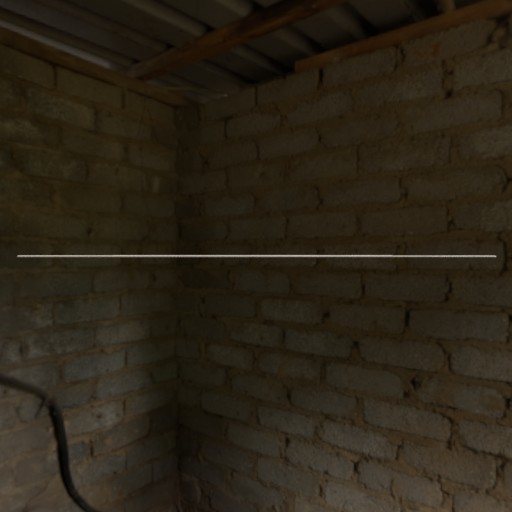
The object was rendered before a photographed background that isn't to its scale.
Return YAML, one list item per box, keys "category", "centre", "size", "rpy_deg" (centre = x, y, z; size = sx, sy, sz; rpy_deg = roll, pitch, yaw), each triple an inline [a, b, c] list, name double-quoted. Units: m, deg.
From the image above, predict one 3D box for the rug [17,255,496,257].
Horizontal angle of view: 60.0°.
- category: "rug"
  centre: [0.000, 0.000, 2.308]
  size: [1.839, 0.009, 1.236]
  rpy_deg: [0, 0, -1]
